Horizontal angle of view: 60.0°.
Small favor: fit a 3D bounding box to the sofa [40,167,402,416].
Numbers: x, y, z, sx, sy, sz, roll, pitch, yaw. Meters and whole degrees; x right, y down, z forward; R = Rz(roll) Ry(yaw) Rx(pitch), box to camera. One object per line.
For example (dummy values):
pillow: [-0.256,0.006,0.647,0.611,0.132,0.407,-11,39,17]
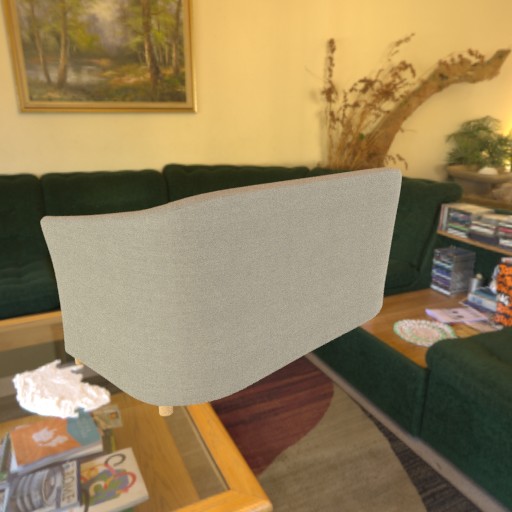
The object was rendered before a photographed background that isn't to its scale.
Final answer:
sofa: [0.000,0.000,1.861,1.452,0.721,0.705,-16,24,-41]
